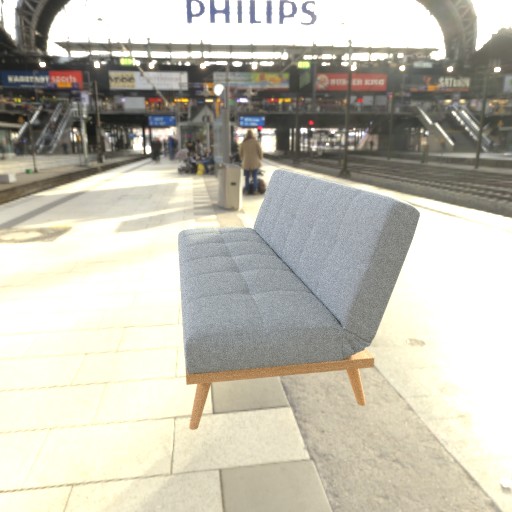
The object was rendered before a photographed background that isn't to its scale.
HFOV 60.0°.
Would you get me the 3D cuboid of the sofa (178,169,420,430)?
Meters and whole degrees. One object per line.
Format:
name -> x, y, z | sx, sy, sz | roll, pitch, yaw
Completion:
sofa -> 0.000, 0.000, 2.334 | 0.800, 0.800, 1.820 | -3, 15, -10
